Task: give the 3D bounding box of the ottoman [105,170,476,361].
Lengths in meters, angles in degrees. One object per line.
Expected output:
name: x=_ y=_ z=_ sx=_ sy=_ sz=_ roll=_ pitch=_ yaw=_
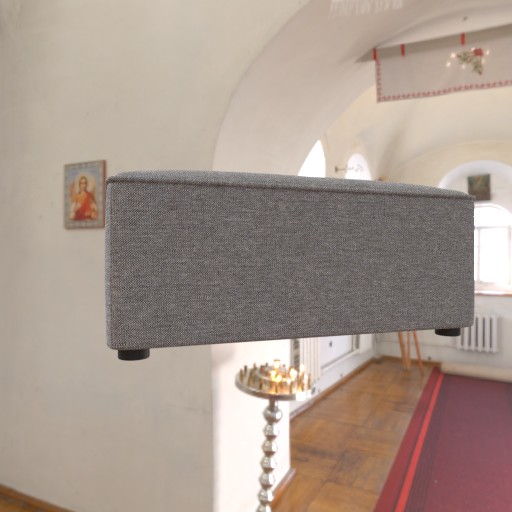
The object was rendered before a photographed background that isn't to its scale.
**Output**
ottoman: x=0.000 y=0.000 z=1.556 sx=1.005 sy=0.455 sz=1.005 roll=0 pitch=0 yaw=-19
